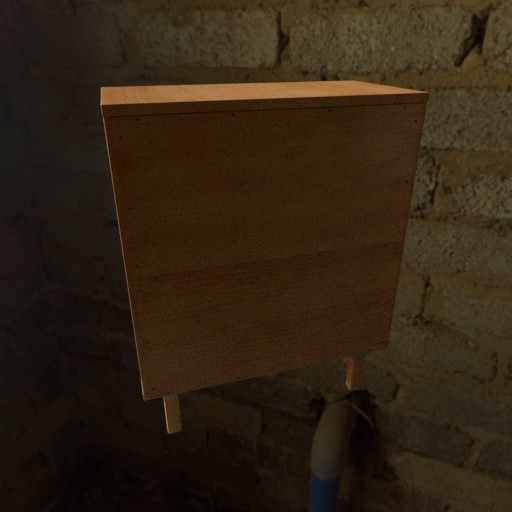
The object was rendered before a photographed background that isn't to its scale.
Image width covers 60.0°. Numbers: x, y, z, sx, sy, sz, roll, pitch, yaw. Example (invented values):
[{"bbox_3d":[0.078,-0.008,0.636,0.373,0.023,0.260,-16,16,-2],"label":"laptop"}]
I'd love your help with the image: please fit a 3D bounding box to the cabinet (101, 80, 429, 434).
[{"bbox_3d":[0.000,0.000,1.417,0.800,1.001,0.419,-8,27,-16],"label":"cabinet"}]
